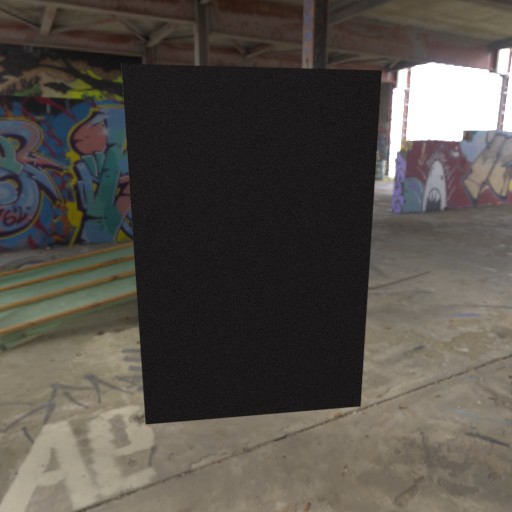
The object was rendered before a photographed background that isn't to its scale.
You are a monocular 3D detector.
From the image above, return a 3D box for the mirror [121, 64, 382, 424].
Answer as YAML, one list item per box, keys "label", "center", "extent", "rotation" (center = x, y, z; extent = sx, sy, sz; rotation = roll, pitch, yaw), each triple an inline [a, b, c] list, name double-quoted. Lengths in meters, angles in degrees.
- label: "mirror"
  center: [0.000, 0.000, 1.158]
  extent: [0.613, 0.914, 0.039]
  rotation: [-2, 14, -8]
